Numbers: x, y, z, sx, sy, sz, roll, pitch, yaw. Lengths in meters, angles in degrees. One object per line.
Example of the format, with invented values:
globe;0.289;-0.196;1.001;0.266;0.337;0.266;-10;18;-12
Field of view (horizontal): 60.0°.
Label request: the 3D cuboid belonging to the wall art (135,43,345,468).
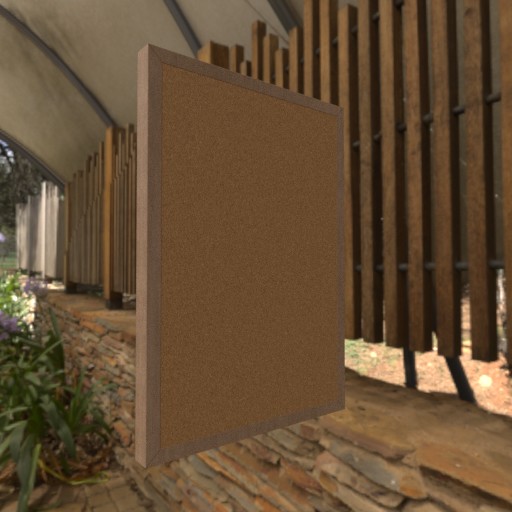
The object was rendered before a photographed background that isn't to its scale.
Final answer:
wall art;0.000;0.000;0.651;0.356;0.509;0.031;1;-2;-38
